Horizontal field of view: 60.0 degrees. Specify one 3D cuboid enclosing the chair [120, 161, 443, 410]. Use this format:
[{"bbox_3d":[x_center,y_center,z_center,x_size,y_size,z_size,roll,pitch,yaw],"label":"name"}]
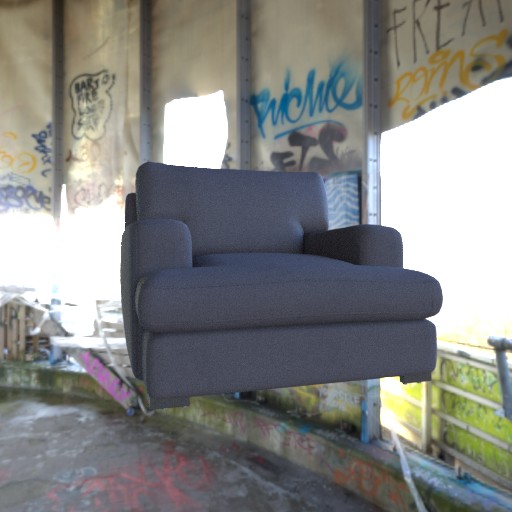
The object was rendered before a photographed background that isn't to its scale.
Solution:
[{"bbox_3d":[0.000,0.000,1.993,1.168,0.940,1.143,0,0,-18],"label":"chair"}]
